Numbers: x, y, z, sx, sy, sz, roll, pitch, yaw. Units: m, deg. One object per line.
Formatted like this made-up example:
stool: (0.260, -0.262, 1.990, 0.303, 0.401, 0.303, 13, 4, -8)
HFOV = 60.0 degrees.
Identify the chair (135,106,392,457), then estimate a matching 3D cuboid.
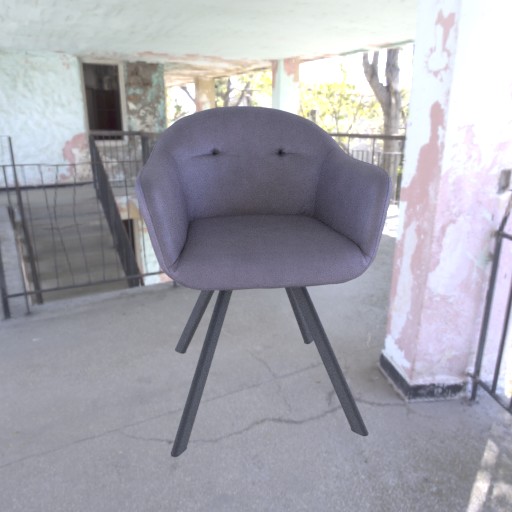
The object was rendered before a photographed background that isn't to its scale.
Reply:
chair: (0.000, 0.000, 1.195, 0.567, 0.781, 0.544, -3, 17, -8)
